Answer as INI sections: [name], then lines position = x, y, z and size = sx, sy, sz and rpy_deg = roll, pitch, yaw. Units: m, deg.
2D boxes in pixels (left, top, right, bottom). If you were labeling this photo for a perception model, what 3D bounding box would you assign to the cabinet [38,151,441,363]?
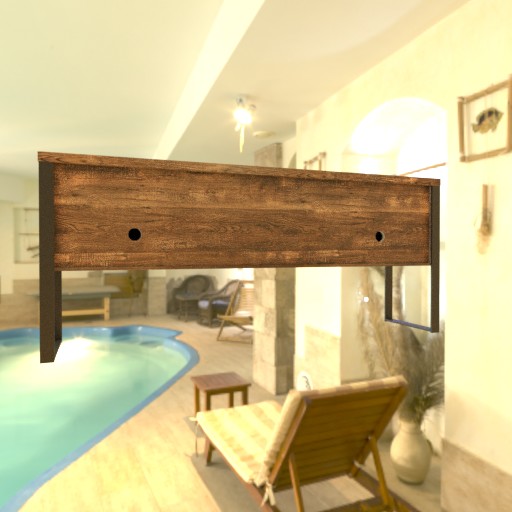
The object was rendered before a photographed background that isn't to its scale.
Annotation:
[cabinet]
position = 0.000, 0.000, 2.078
size = 1.800, 0.762, 0.395
rpy_deg = 0, 1, -20
